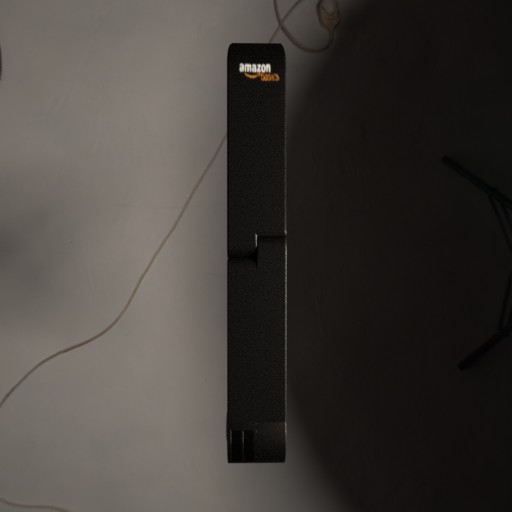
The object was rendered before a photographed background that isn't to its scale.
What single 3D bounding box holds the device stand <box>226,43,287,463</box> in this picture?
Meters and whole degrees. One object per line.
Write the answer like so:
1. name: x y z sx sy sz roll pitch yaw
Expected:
1. device stand: 0.000 0.000 0.194 0.026 0.030 0.179 0 91 -1
